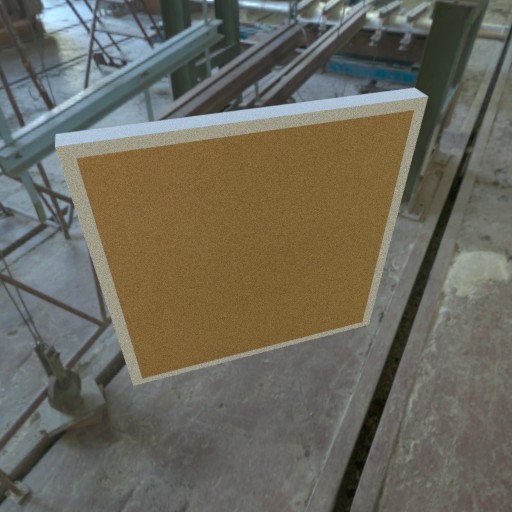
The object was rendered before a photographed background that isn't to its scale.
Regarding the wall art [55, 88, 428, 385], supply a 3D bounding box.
[{"bbox_3d":[0.000,0.000,0.761,0.508,0.507,0.035,-12,43,-13],"label":"wall art"}]
